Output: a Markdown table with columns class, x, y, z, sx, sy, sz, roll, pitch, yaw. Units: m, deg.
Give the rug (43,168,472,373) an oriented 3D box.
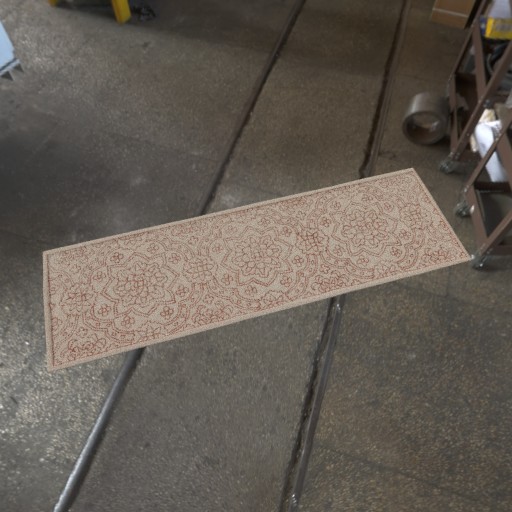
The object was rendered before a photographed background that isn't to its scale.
| class | x | y | z | sx | sy | sz | roll | pitch | yaw |
| --- | --- | --- | --- | --- | --- | --- | --- | --- | --- |
| rug | 0.000 | 0.000 | 2.640 | 2.448 | 0.012 | 0.769 | -14 | 59 | -8 |
